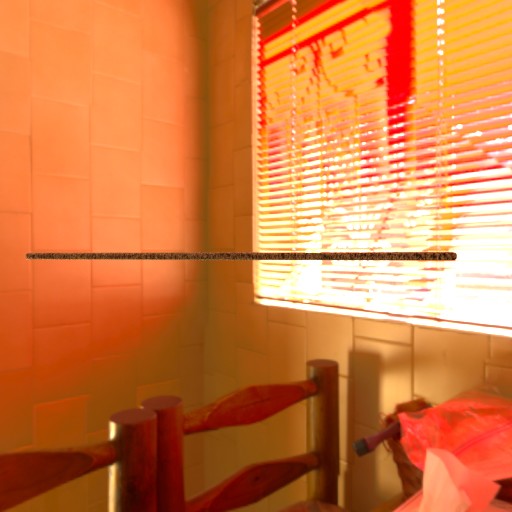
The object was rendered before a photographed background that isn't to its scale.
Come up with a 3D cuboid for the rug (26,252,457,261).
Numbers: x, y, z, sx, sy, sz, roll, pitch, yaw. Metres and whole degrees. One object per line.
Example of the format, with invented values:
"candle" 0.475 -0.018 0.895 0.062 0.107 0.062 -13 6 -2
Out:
"rug" 0.000 0.000 2.268 1.778 0.030 1.219 0 0 19
